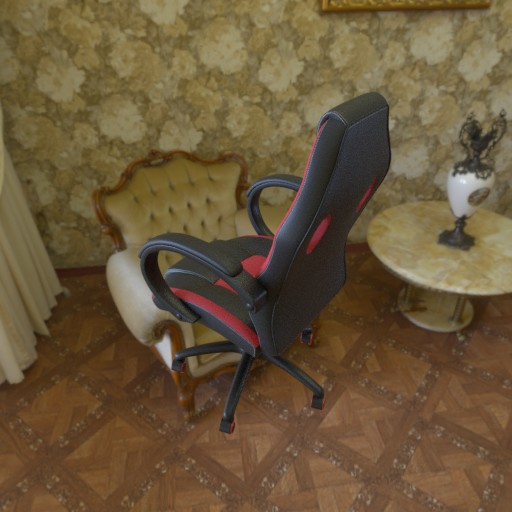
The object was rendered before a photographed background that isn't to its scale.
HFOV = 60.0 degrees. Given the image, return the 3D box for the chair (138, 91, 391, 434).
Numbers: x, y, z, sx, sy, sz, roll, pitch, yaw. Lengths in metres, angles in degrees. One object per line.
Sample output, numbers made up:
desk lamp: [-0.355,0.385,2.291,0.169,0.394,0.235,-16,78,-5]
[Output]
chair: [0.000,0.000,1.607,0.724,1.187,0.673,21,38,30]
